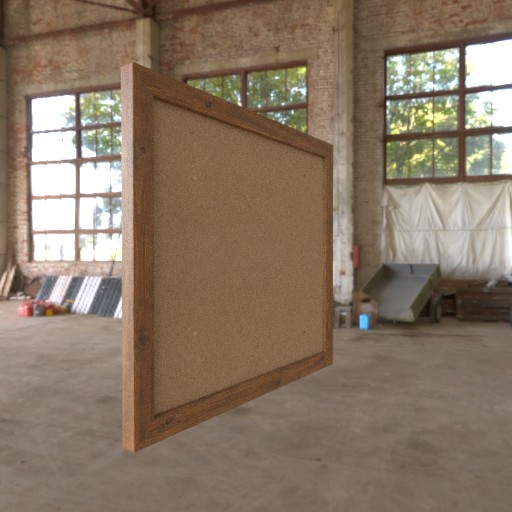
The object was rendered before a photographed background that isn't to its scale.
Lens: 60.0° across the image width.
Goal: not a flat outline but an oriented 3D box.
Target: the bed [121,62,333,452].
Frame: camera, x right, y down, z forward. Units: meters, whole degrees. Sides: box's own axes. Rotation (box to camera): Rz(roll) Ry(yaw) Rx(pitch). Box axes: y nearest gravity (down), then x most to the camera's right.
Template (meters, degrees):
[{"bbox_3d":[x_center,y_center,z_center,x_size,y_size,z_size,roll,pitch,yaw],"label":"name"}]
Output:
[{"bbox_3d":[0.000,0.000,1.498,0.046,0.942,1.046,1,1,37],"label":"bed"}]
